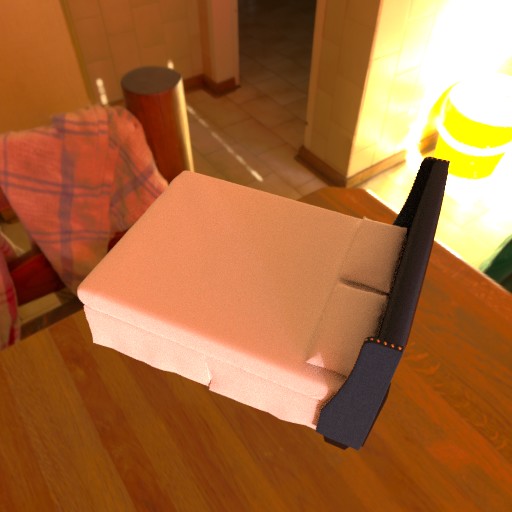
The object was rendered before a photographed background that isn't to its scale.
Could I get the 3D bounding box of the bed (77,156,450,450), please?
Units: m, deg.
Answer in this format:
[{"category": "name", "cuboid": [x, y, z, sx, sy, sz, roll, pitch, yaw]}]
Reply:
[{"category": "bed", "cuboid": [0.000, 0.000, 3.223, 2.223, 1.402, 1.604, 18, 50, 16]}]
